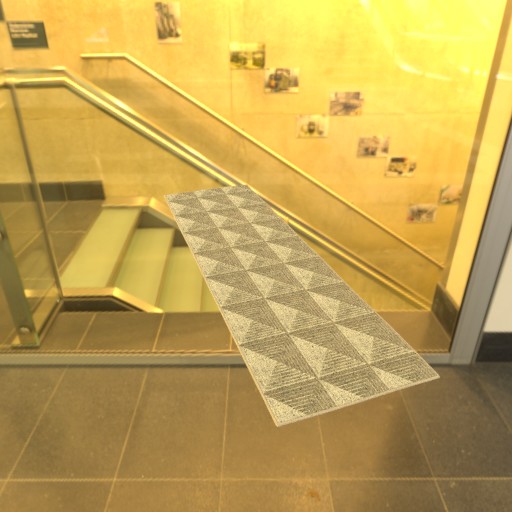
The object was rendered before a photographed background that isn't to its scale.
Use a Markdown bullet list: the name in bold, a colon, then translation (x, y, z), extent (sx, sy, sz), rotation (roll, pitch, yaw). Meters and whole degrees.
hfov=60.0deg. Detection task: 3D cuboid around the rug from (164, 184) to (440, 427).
- **rug**: translation (0.000, 0.000, 2.406), extent (0.645, 0.015, 2.182), rotation (-10, 30, -17)
